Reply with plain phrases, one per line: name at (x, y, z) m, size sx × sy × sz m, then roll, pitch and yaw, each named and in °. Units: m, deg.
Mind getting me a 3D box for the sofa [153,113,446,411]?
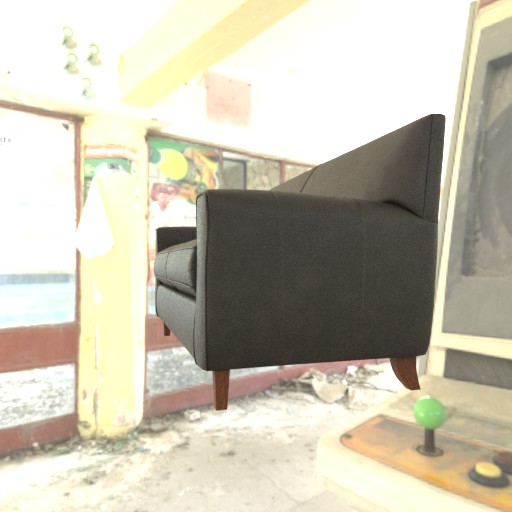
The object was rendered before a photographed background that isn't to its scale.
sofa at (0.000, 0.000, 1.953) m, size 0.787 × 0.871 × 1.473 m, roll 0°, pitch -1°, yaw -18°
